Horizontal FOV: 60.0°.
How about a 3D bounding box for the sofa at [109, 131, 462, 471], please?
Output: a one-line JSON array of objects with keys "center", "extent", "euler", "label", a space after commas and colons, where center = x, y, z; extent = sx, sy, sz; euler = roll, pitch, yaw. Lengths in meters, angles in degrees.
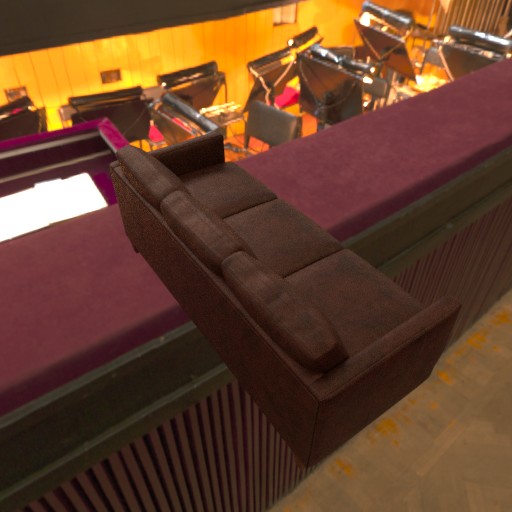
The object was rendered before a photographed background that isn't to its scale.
[{"center": [0.000, 0.000, 3.034], "extent": [1.045, 1.006, 2.464], "euler": [-25, 47, -26], "label": "sofa"}]
